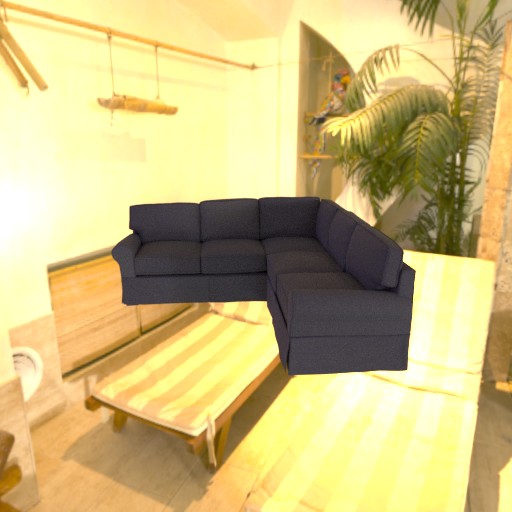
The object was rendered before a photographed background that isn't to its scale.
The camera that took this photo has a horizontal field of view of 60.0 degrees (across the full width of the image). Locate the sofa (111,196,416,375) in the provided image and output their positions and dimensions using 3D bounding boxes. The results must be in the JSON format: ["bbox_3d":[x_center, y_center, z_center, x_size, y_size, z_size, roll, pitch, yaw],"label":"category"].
[{"bbox_3d":[0.000,0.000,5.184,3.773,1.169,2.874,8,17,26],"label":"sofa"}]
